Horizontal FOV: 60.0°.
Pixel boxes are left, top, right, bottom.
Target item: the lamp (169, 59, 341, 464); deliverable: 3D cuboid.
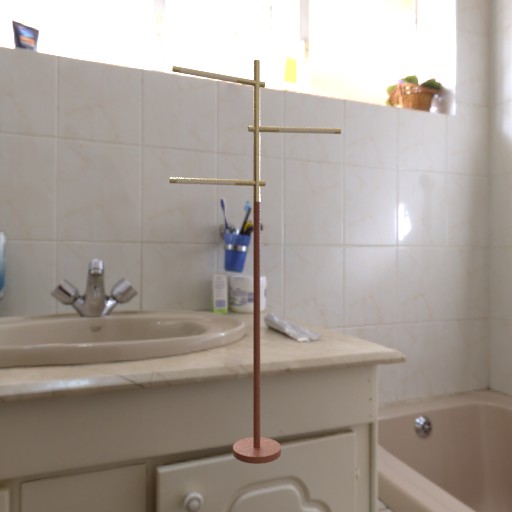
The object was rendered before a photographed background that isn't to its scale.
[{"bbox_3d":[0.000,0.000,1.926,0.737,1.704,0.209,0,-1,-18],"label":"lamp"}]
